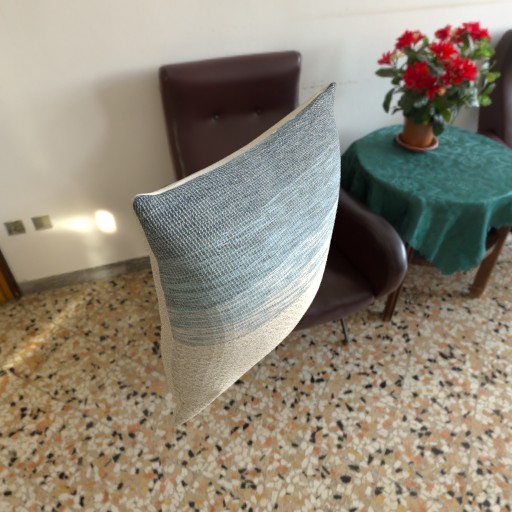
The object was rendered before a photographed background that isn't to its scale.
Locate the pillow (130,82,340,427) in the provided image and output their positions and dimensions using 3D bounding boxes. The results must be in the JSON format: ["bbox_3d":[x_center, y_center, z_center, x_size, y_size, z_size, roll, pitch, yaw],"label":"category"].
[{"bbox_3d":[0.000,0.000,0.709,0.182,0.441,0.440,25,47,26],"label":"pillow"}]
